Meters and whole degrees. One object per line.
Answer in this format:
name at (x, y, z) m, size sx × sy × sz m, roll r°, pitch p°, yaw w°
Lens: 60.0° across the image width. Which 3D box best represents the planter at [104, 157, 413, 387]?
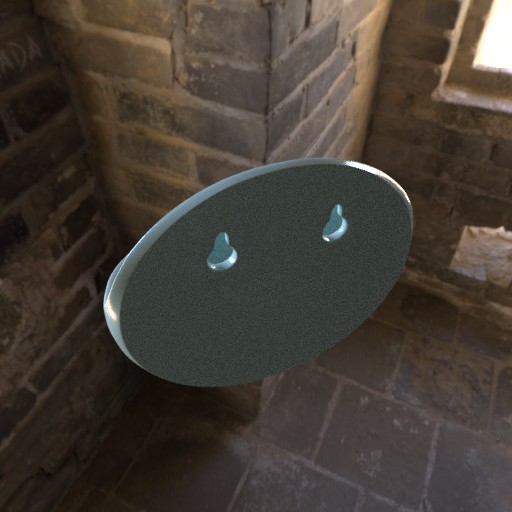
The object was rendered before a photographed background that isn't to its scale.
planter at (0.000, 0.000, 0.279) m, size 0.189 × 0.164 × 0.073 m, roll -15°, pitch 43°, yaw -16°
